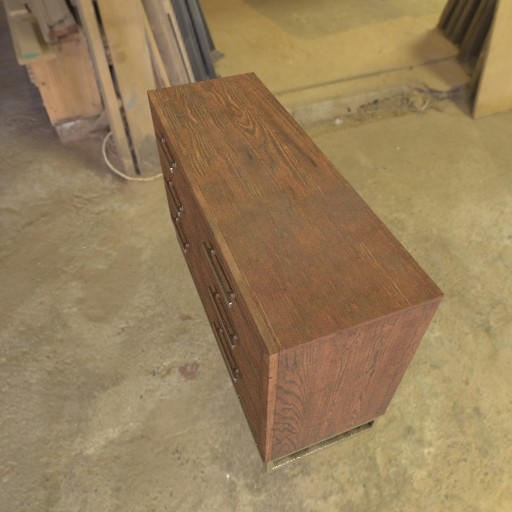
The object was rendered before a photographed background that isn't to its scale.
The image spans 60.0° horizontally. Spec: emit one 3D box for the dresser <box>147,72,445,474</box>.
[{"bbox_3d":[0.000,0.000,2.209,0.623,1.061,1.646,-16,49,-14],"label":"dresser"}]
